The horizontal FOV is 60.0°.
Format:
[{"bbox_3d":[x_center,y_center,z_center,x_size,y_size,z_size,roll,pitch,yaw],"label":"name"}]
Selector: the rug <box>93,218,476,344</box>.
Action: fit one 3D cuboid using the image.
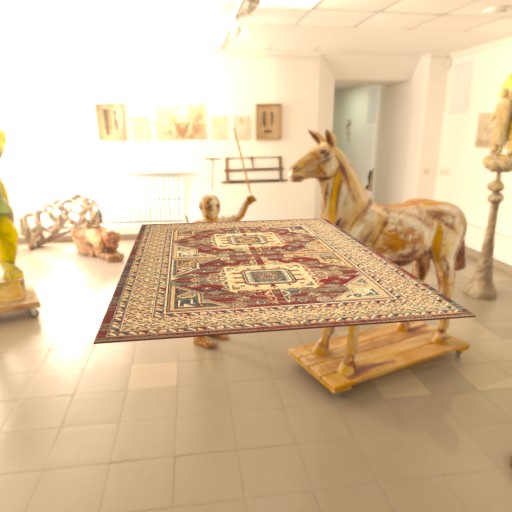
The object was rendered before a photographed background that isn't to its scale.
[{"bbox_3d":[0.000,0.000,4.212,2.381,0.013,3.197,-3,17,-9],"label":"rug"}]
